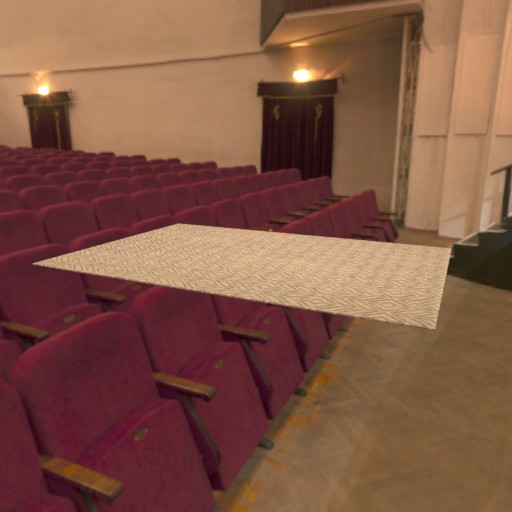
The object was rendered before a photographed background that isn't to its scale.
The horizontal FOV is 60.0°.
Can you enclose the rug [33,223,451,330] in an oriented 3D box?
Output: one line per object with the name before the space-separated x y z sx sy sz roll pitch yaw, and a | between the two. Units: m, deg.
rug | 0.000 0.000 2.307 1.824 0.008 1.220 7 16 25
